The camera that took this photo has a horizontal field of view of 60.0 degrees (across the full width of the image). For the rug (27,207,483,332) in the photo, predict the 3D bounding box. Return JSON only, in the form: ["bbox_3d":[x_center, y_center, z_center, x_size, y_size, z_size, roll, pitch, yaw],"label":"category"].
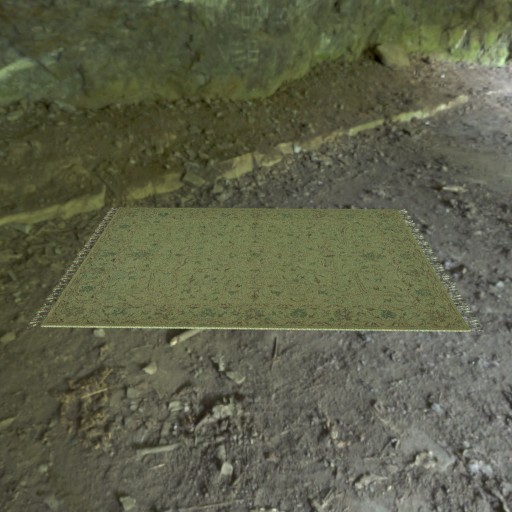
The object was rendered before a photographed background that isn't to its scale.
[{"bbox_3d":[0.000,0.000,3.004,2.435,0.010,1.544,1,31,1],"label":"rug"}]
